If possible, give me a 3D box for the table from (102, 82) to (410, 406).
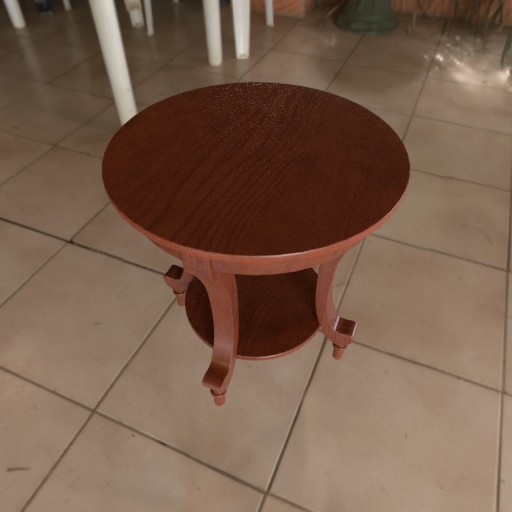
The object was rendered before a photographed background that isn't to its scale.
[{"bbox_3d":[0.000,0.000,1.098,0.597,0.612,0.597,0,46,0],"label":"table"}]
